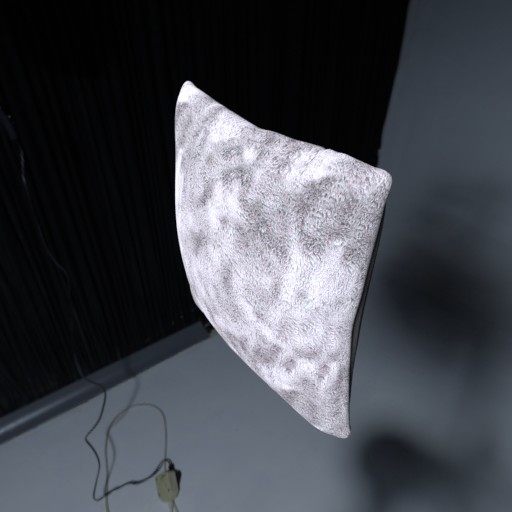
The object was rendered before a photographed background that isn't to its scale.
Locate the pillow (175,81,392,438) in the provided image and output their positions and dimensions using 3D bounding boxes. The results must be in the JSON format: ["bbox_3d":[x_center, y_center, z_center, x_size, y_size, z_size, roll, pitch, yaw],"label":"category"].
[{"bbox_3d":[0.000,0.000,0.812,0.204,0.520,0.522,-21,39,-29],"label":"pillow"}]
